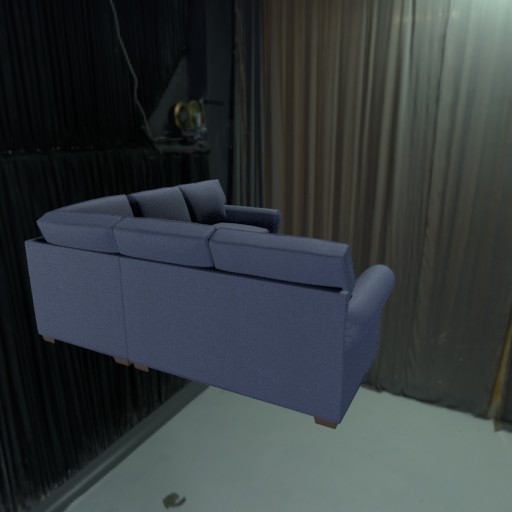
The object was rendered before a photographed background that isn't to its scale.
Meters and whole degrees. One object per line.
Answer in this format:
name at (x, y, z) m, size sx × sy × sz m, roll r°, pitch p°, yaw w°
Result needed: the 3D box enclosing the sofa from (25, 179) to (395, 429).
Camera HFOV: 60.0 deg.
sofa at (0.000, 0.000, 3.851) m, size 2.487 × 1.042 × 2.562 m, roll 8°, pitch 18°, yaw 26°
